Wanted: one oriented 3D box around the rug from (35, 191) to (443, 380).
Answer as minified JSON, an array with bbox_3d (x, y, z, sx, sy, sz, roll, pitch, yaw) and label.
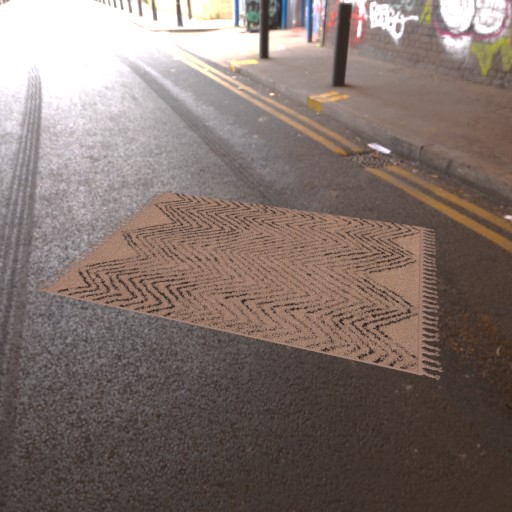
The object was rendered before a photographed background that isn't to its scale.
[{"bbox_3d":[0.000,0.000,2.364,1.847,0.014,1.230,10,33,15],"label":"rug"}]
